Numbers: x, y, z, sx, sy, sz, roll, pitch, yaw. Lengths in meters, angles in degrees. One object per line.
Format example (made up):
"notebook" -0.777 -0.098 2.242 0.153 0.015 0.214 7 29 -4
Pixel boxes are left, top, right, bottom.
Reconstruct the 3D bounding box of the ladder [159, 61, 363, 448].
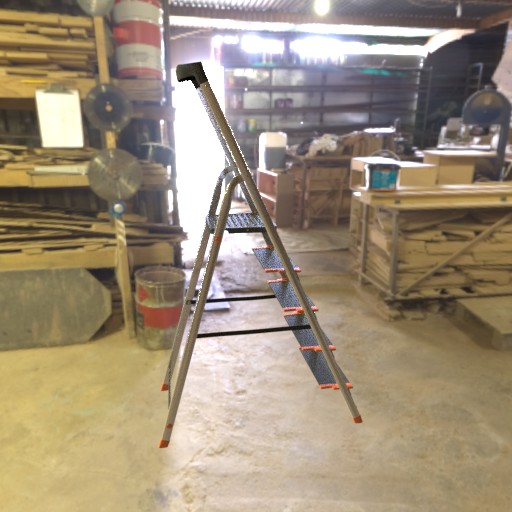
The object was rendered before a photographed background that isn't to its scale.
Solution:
"ladder" 0.000 0.000 2.091 0.995 1.646 0.480 -3 18 -10
